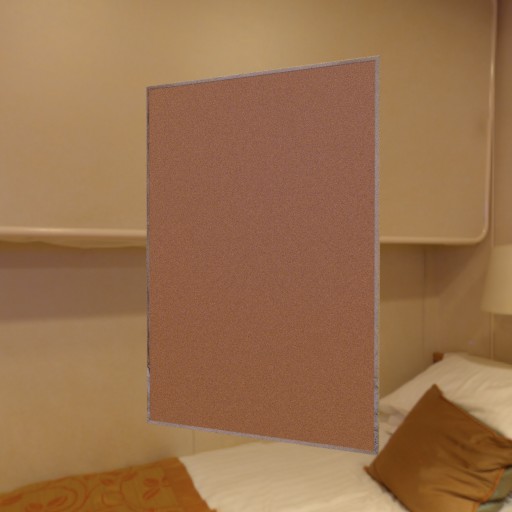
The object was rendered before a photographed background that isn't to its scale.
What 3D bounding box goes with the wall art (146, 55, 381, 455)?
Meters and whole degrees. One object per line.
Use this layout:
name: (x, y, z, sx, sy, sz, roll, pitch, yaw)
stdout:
wall art: (0.000, 0.000, 0.752, 0.403, 0.607, 0.036, 0, 1, 18)
